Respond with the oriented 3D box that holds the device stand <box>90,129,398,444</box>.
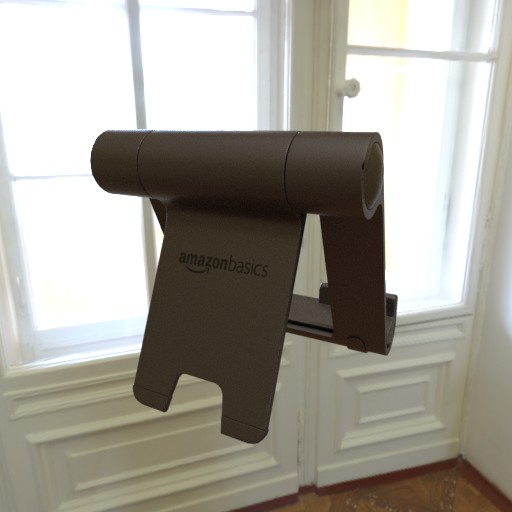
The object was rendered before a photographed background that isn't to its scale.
[{"bbox_3d":[0.000,0.000,0.152,0.088,0.084,0.079,9,19,27],"label":"device stand"}]
